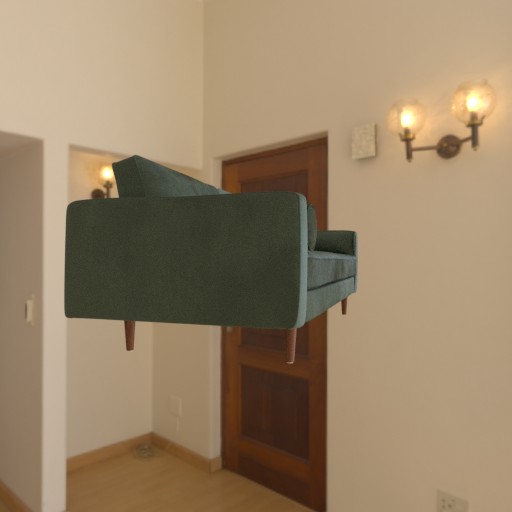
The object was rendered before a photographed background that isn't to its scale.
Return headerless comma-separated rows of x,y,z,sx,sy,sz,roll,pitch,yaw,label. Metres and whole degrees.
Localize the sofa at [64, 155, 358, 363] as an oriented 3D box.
0.000,0.000,2.389,0.916,0.772,1.880,0,-1,18,sofa
